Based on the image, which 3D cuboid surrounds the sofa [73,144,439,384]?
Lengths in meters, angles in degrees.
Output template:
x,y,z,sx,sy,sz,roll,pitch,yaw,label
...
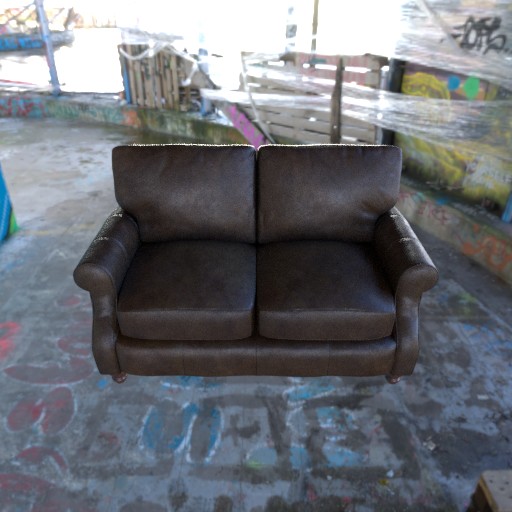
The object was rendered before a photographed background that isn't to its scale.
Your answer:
x,y,z,sx,sy,sz,roll,pitch,yaw,label
0.000,0.000,2.264,1.616,0.976,0.990,0,30,0,sofa
